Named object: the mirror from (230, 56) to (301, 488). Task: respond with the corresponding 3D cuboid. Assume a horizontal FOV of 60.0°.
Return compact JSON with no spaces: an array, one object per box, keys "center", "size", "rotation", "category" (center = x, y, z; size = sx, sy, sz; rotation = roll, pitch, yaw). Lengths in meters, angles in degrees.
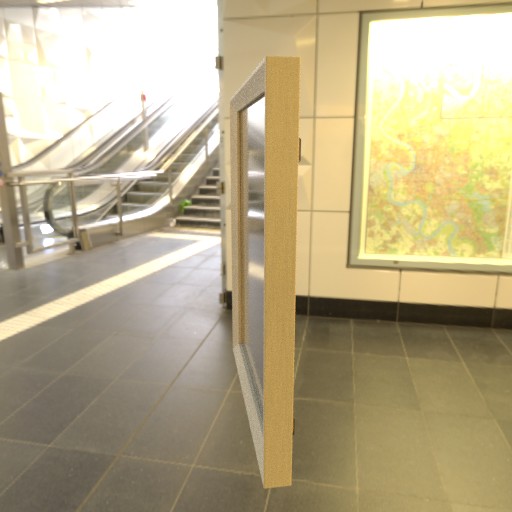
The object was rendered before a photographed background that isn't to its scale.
[{"center":[0.000,0.000,0.700],"size":[0.041,0.509,0.406],"rotation":[-2,14,-8],"category":"mirror"}]
